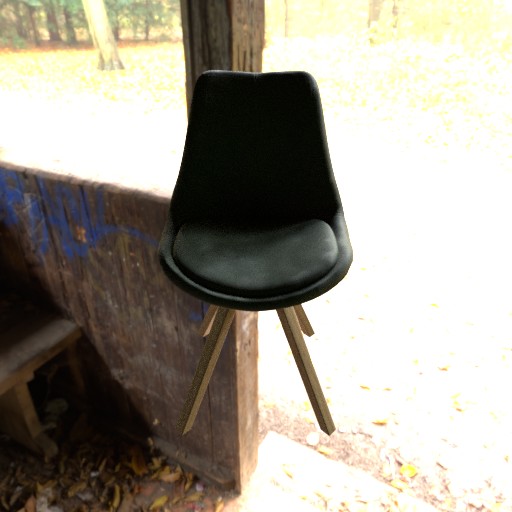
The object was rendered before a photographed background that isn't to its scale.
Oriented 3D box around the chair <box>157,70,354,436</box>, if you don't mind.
[{"bbox_3d":[0.000,0.000,1.187,0.483,0.865,0.547,0,29,0],"label":"chair"}]
